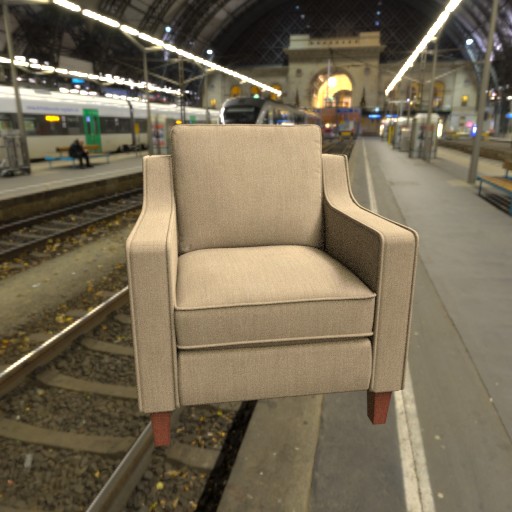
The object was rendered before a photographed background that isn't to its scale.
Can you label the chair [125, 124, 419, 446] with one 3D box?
[{"bbox_3d":[0.000,0.000,1.674,0.831,0.960,0.909,-2,16,-8],"label":"chair"}]
